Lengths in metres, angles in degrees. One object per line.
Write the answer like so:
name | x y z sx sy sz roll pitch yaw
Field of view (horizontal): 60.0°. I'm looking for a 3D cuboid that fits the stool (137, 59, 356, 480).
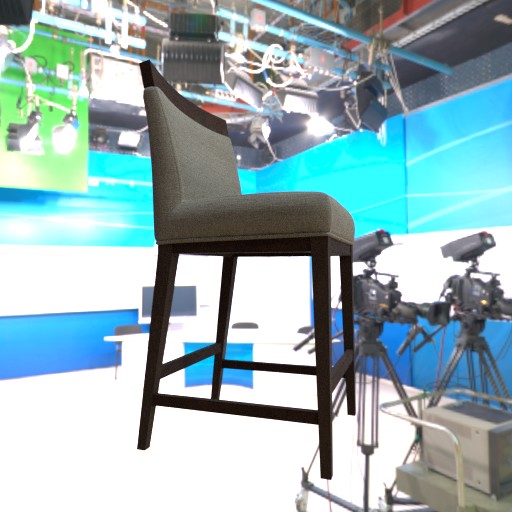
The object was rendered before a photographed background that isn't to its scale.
stool | 0.000 0.000 1.304 0.531 1.009 0.512 0 -2 19
